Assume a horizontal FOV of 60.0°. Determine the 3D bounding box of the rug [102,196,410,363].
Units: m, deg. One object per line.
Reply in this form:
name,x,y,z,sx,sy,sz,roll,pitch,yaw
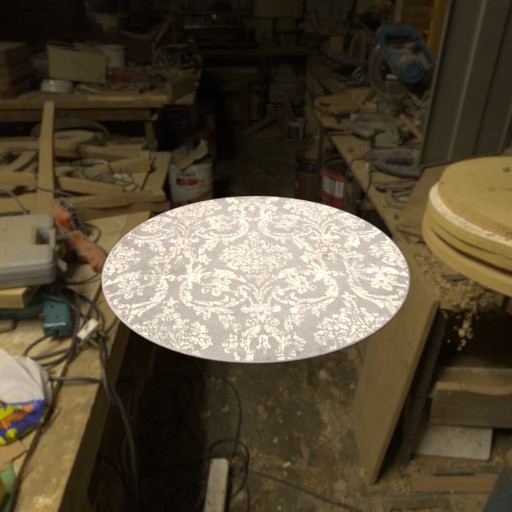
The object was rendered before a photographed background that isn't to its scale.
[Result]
rug,0.000,0.000,2.386,1.593,0.012,1.593,0,31,0
